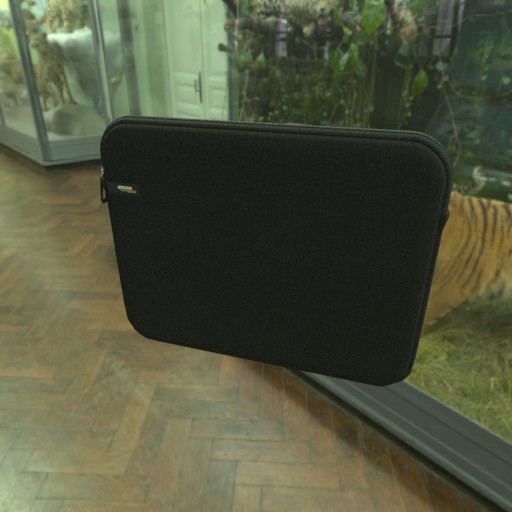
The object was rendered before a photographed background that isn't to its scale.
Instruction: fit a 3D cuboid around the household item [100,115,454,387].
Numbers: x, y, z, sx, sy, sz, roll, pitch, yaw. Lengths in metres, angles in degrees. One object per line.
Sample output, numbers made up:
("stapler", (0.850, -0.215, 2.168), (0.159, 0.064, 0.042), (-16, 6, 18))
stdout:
("household item", (0.000, 0.000, 0.521), (0.396, 0.305, 0.030), (8, 28, 15))
